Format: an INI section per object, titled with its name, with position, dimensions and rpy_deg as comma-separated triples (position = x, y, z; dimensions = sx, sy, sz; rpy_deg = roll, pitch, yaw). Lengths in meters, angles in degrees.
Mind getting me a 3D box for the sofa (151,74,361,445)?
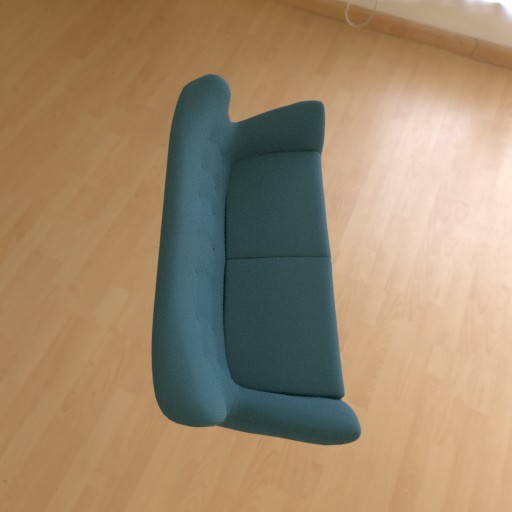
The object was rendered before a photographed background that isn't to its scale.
[sofa]
position = 0.000, 0.000, 2.421
dimensions = 0.889, 0.890, 1.930
rpy_deg = -1, 64, 0
